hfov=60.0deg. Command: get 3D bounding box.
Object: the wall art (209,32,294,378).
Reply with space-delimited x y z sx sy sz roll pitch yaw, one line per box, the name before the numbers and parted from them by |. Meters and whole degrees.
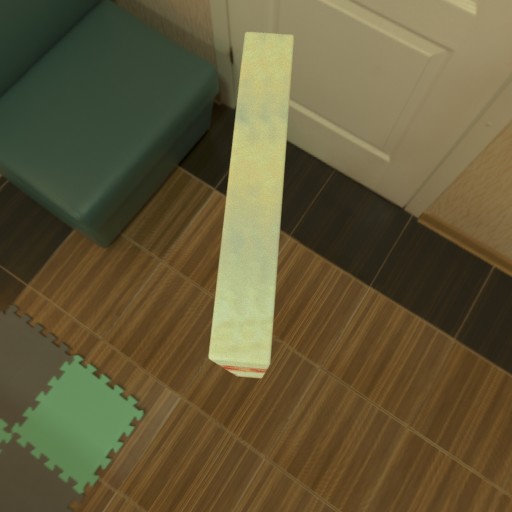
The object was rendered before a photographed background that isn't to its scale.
wall art | 0.000 0.000 0.491 0.039 0.380 0.251 5 73 1
